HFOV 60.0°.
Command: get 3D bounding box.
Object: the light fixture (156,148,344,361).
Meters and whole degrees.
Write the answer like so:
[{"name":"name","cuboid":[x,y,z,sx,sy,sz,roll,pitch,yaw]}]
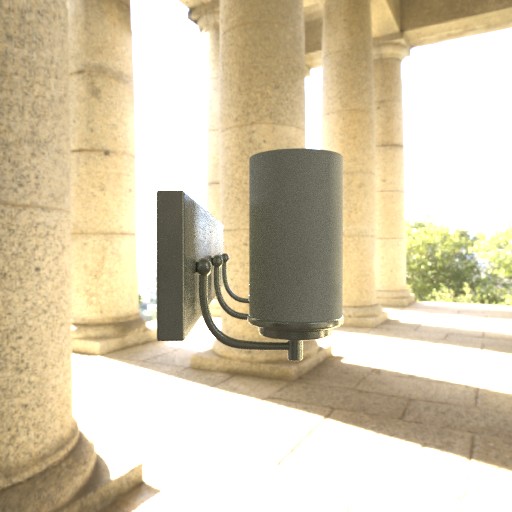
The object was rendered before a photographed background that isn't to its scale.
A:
[{"name":"light fixture","cuboid":[0.000,0.000,0.533,0.145,0.172,0.451,0,1,-1]}]
